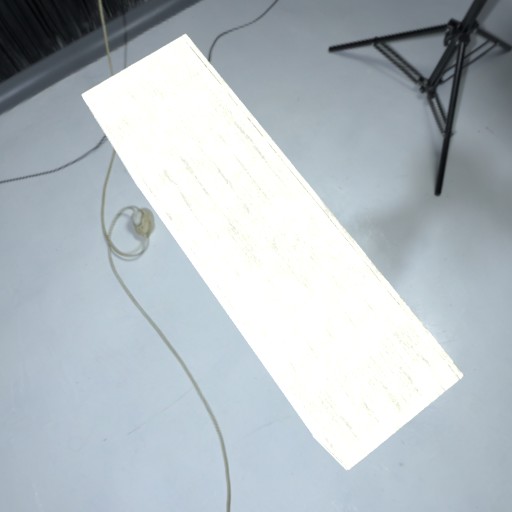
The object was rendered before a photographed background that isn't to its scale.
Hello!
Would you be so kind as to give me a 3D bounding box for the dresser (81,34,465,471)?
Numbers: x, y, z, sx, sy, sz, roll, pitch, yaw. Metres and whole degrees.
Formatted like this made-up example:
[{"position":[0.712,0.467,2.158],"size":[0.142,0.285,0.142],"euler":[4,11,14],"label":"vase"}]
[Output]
[{"position":[0.000,0.000,1.988],"size":[0.483,0.889,1.628],"euler":[-35,77,-9],"label":"dresser"}]
